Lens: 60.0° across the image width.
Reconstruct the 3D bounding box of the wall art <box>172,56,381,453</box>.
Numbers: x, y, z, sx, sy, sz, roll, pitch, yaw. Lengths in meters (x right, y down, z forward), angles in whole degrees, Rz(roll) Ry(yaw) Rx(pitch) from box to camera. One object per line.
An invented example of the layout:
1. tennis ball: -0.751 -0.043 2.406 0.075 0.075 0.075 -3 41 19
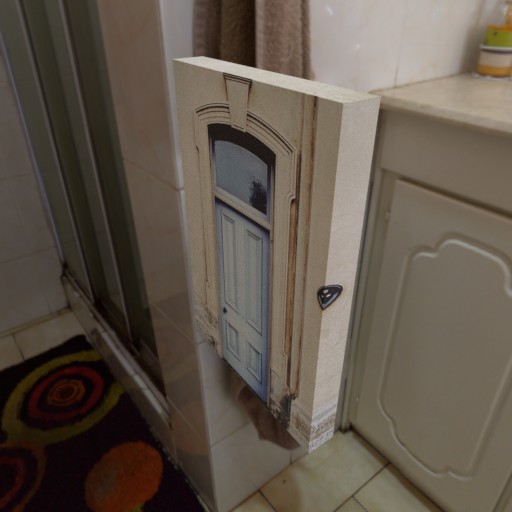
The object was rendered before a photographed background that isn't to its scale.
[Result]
1. wall art: 0.000 0.000 0.495 0.038 0.381 0.254 -21 37 -30
